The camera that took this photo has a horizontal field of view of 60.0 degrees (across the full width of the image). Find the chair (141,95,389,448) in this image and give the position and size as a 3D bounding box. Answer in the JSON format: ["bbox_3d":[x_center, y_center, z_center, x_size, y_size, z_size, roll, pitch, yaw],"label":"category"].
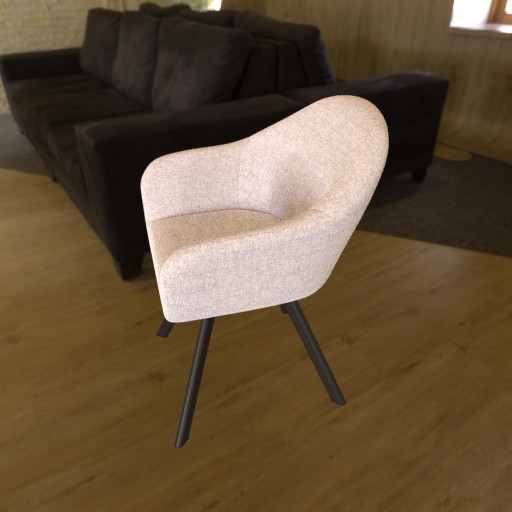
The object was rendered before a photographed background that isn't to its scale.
[{"bbox_3d":[0.000,0.000,1.181,0.570,0.780,0.540,-9,33,-14],"label":"chair"}]
